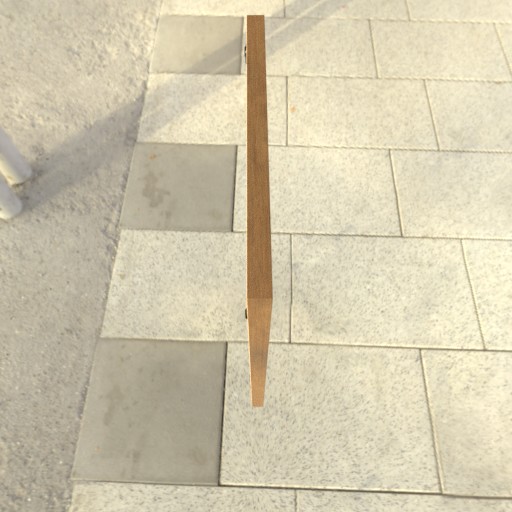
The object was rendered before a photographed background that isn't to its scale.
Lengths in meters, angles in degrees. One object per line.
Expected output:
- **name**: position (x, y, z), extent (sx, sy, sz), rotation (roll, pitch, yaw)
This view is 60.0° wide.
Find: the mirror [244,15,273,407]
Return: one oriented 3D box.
- **mirror**: position (0.000, 0.000, 1.150), extent (0.040, 0.915, 0.609), rotation (-1, 62, 0)
